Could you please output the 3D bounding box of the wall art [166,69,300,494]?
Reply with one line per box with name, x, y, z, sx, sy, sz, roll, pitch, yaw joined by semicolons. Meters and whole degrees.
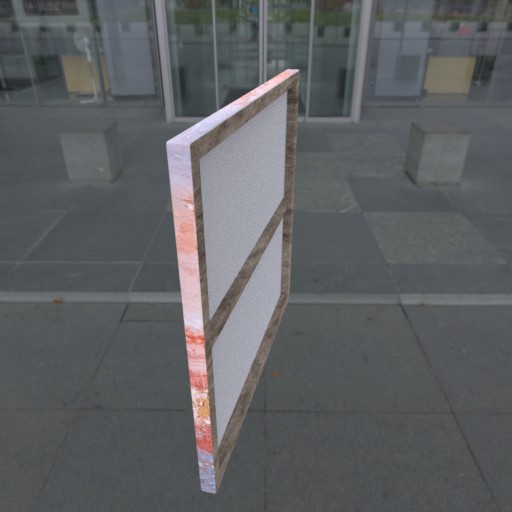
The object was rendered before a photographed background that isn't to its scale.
wall art;0.000;0.000;1.066;0.035;0.747;0.747;8;31;14
